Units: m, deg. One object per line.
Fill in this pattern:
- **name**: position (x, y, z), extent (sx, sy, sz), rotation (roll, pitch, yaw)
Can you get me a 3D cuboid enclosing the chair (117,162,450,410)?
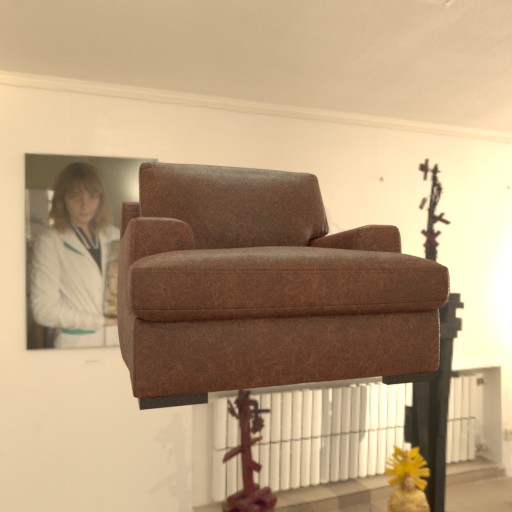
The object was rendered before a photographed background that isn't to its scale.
- **chair**: position (0.000, 0.000, 1.970), extent (1.168, 0.939, 1.143), rotation (0, -1, -18)
